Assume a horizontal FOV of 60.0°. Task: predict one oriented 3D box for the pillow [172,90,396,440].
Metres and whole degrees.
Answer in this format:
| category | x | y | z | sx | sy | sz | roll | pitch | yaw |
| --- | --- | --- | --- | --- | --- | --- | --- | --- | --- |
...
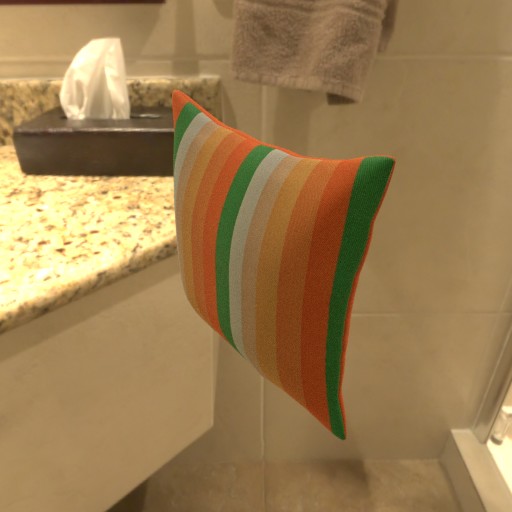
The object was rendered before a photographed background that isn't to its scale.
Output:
| category | x | y | z | sx | sy | sz | roll | pitch | yaw |
| --- | --- | --- | --- | --- | --- | --- | --- | --- | --- |
| pillow | 0.000 | 0.000 | 0.709 | 0.169 | 0.444 | 0.453 | -22 | 38 | -32 |
